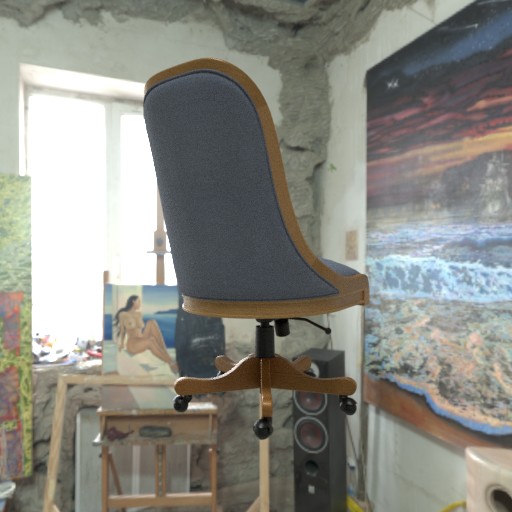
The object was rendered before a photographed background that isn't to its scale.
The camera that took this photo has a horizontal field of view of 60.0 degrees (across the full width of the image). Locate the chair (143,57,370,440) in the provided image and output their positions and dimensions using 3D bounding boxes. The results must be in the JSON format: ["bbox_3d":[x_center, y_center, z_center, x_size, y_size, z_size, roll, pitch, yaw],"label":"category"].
[{"bbox_3d":[0.000,0.000,1.489,0.605,1.031,0.735,0,0,36],"label":"chair"}]
